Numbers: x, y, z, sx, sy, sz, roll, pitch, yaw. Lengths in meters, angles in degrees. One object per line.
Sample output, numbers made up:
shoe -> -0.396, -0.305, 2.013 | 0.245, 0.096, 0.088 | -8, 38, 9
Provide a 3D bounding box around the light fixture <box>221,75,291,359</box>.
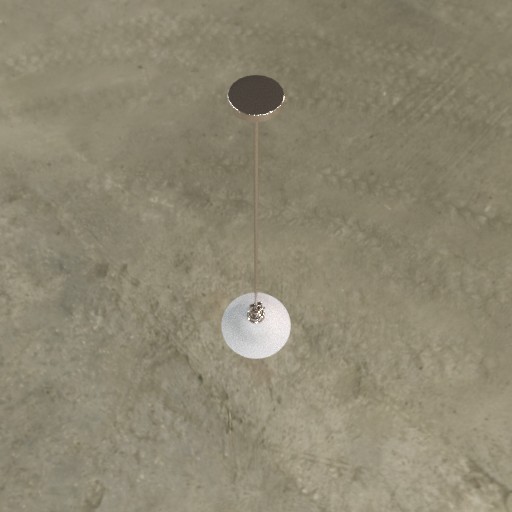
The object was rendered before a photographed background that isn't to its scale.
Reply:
light fixture -> 0.000, 0.000, 1.475 | 0.324, 1.354, 0.324 | -16, 63, -9
